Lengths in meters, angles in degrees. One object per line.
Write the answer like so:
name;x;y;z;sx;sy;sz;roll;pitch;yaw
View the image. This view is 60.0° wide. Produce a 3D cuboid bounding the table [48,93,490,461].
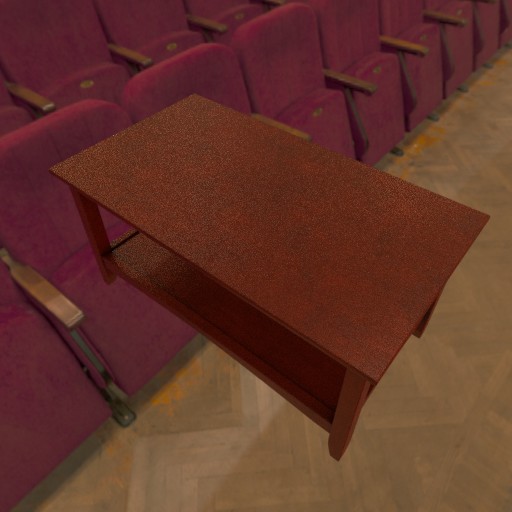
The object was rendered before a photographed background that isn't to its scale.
table;0.000;0.000;1.233;0.943;0.456;0.533;30;53;26
